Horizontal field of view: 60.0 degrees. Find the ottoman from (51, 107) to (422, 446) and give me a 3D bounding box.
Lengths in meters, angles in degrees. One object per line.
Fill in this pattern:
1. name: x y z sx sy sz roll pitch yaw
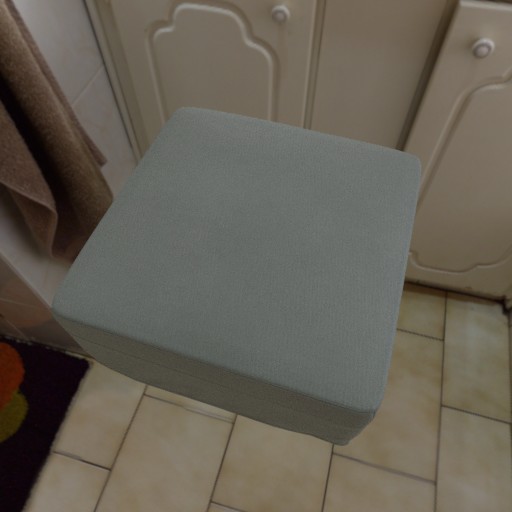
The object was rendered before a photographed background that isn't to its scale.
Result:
1. ottoman: 0.000 0.000 1.363 0.842 0.441 0.843 15 58 10
